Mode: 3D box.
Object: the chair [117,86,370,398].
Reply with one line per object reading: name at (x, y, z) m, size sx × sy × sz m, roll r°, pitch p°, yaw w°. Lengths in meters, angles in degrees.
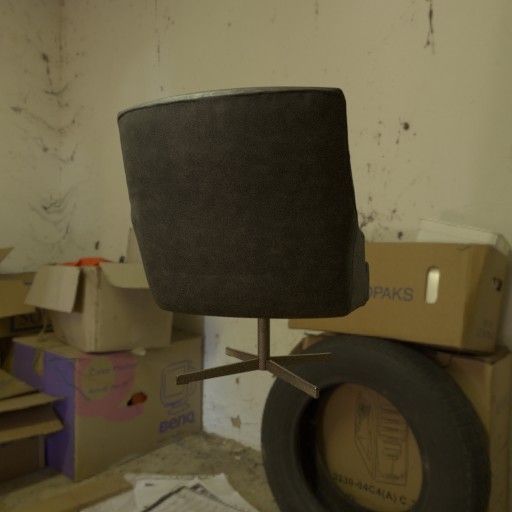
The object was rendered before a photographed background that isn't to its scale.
chair at (0.000, 0.000, 1.553) m, size 0.738 × 0.870 × 0.874 m, roll 0°, pitch 0°, yaw 17°
